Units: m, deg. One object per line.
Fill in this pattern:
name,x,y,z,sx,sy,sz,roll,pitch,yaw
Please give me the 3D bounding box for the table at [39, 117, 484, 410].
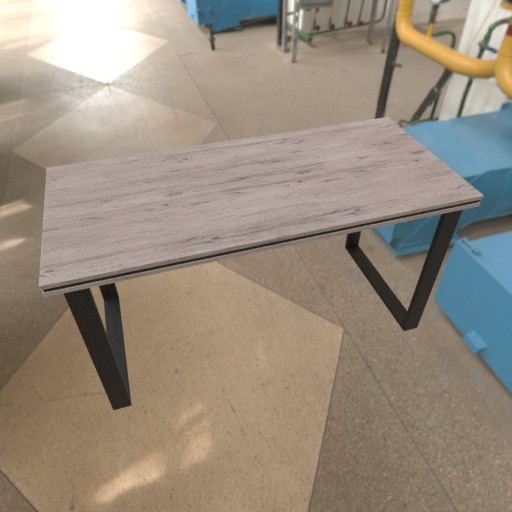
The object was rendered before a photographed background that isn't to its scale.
table,0.000,0.000,2.268,1.778,0.899,0.795,-12,44,-13
